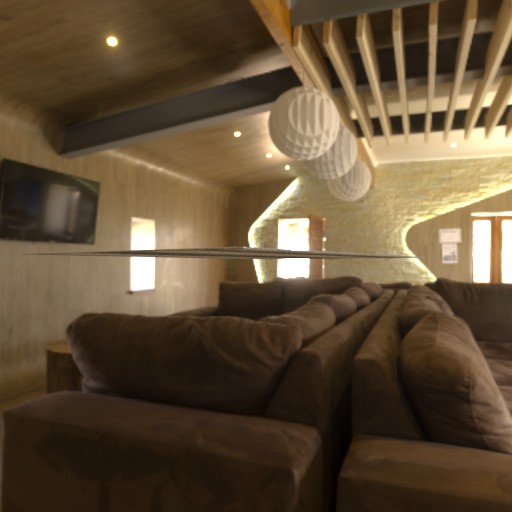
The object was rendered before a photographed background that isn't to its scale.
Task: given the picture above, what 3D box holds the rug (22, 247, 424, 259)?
[{"bbox_3d":[0.000,0.000,2.348,1.234,0.006,1.854,-1,-1,36],"label":"rug"}]
